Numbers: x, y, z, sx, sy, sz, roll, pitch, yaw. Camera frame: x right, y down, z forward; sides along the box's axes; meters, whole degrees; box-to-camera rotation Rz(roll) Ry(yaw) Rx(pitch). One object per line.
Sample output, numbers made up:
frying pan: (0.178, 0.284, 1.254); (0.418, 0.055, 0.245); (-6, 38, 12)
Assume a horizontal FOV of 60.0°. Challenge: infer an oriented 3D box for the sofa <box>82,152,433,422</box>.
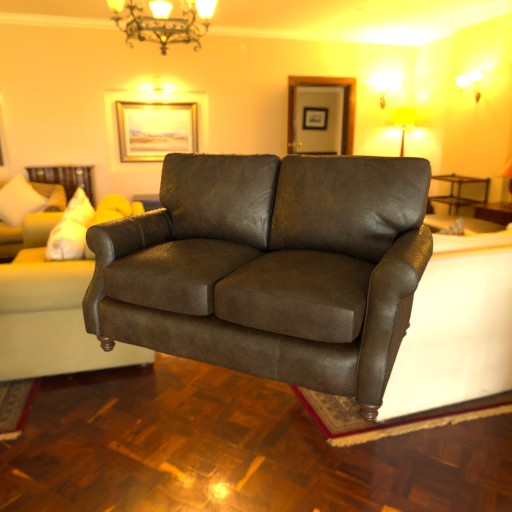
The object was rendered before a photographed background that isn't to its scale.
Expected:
sofa: (0.000, 0.000, 2.217); (1.616, 0.976, 0.990); (7, 17, 25)
